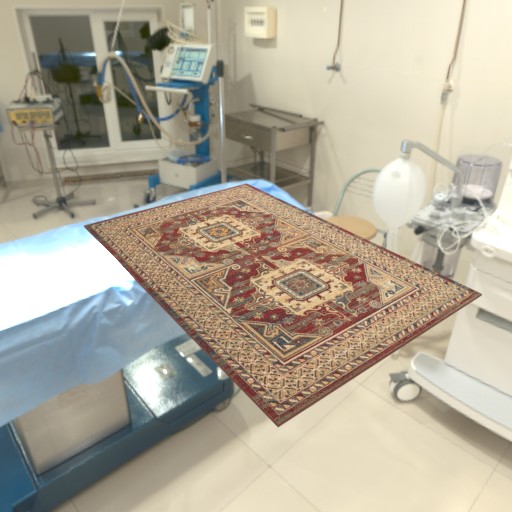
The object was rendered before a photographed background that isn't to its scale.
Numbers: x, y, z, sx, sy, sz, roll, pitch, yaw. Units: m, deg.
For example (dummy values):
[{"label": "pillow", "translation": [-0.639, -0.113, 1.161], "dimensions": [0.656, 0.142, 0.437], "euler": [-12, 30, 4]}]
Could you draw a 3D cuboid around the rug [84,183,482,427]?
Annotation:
[{"label": "rug", "translation": [0.000, 0.000, 5.873], "dimensions": [3.033, 0.033, 4.578], "euler": [-20, 35, -32]}]
